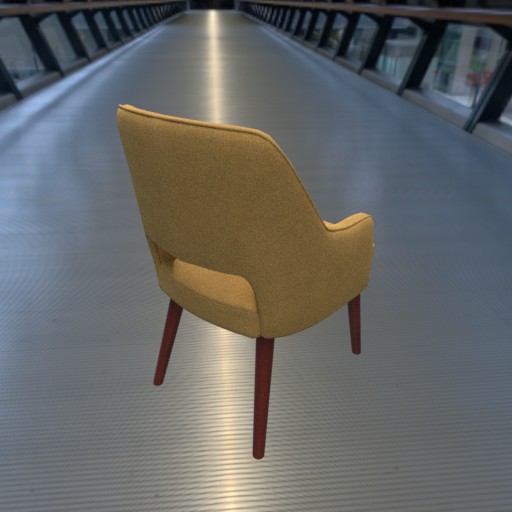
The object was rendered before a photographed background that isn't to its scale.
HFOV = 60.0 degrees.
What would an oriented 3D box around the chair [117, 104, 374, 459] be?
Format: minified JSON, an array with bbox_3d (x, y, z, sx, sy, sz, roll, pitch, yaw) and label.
[{"bbox_3d":[0.000,0.000,1.231,0.548,0.849,0.605,22,36,34],"label":"chair"}]
